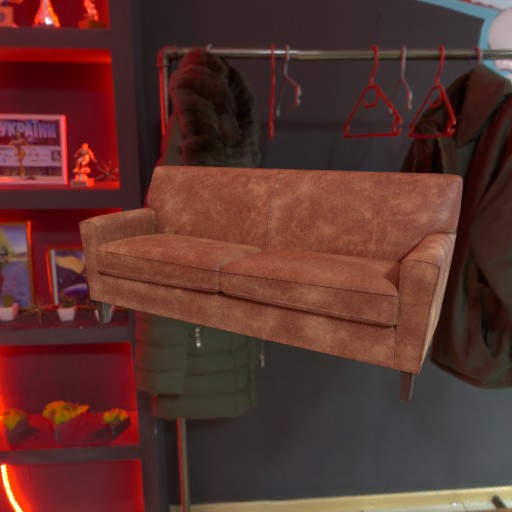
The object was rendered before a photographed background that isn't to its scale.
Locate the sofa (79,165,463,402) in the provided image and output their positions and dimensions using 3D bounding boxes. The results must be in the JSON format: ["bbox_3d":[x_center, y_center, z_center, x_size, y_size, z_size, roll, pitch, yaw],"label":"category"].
[{"bbox_3d":[0.000,0.000,2.562,2.053,0.947,0.805,8,16,27],"label":"sofa"}]
